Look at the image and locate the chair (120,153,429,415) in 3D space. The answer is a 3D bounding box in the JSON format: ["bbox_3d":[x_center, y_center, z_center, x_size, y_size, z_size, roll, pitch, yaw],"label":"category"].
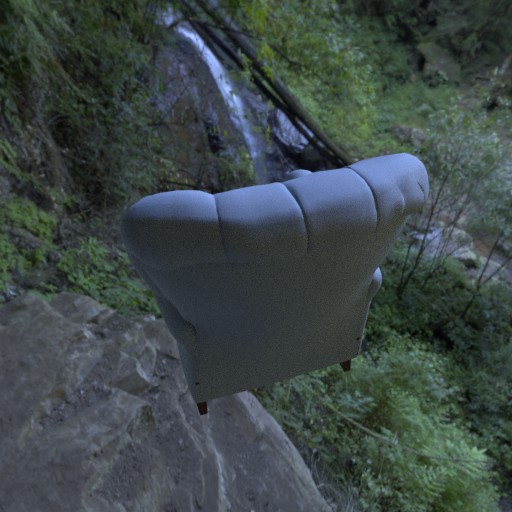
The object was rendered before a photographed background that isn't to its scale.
[{"bbox_3d":[0.000,0.000,2.040,1.090,1.217,1.128,-12,42,-14],"label":"chair"}]
